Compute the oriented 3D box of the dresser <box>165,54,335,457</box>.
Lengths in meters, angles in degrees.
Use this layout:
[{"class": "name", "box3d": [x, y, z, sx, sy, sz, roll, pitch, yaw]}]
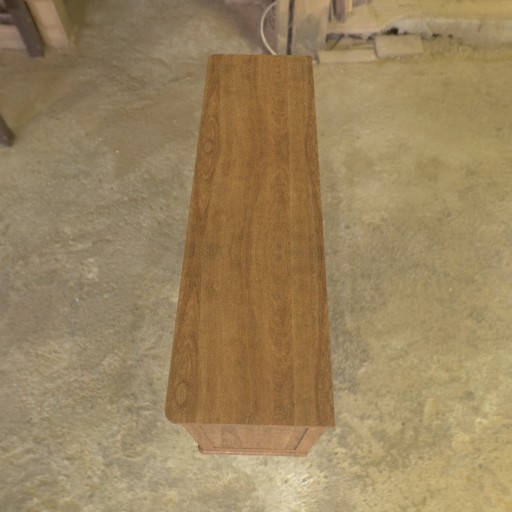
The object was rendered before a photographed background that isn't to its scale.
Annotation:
[{"class": "dresser", "box3d": [0.000, 0.000, 1.985, 0.468, 0.892, 1.583, 1, 60, 1]}]
